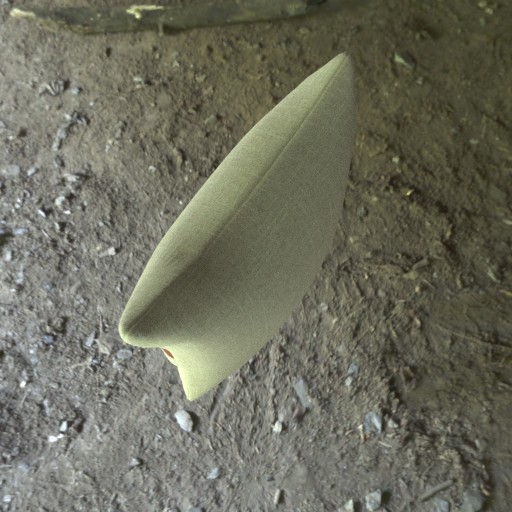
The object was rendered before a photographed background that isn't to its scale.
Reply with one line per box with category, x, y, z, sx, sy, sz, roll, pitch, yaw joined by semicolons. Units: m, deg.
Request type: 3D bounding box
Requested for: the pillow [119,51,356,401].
pillow;0.000;0.000;0.625;0.173;0.399;0.414;30;68;14
